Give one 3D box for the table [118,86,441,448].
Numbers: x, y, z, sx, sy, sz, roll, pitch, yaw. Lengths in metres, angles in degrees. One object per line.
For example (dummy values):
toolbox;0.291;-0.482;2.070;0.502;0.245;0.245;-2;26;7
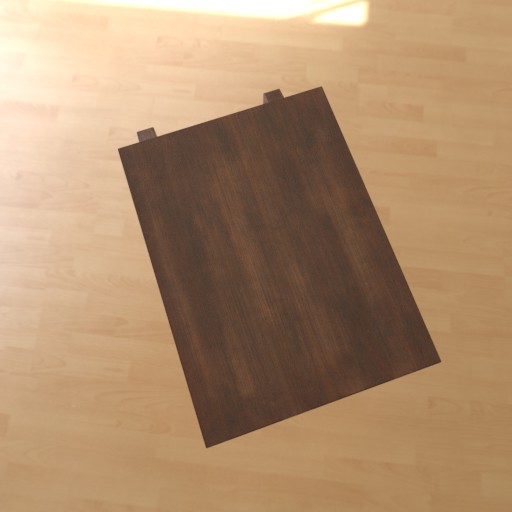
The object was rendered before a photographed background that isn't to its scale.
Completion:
table;0.000;0.000;0.976;0.356;0.584;0.609;-19;77;-5
